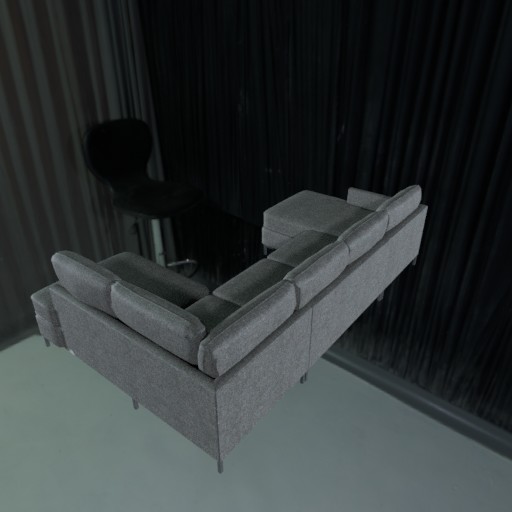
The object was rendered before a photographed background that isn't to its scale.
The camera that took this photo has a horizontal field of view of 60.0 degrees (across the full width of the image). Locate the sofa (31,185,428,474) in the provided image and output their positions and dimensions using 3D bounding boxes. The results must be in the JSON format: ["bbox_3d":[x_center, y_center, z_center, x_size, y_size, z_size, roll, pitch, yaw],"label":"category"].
[{"bbox_3d":[0.000,0.000,4.245,2.048,0.999,3.423,21,36,32],"label":"sofa"}]
